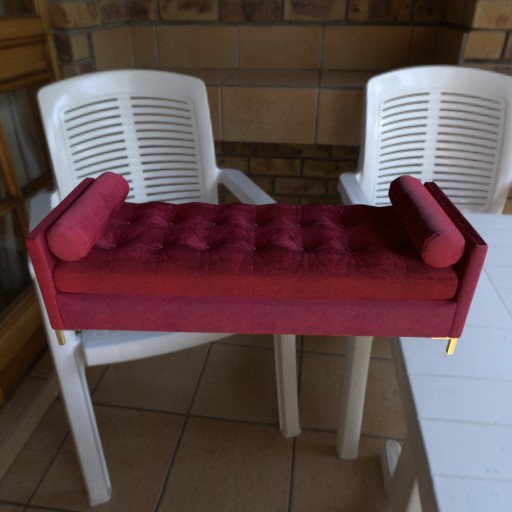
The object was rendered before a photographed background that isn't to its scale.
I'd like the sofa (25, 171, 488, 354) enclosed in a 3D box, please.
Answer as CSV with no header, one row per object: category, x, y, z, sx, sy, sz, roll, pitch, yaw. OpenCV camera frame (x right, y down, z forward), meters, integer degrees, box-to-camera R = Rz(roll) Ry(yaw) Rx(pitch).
sofa,0.000,0.000,2.449,2.102,0.705,0.796,1,31,2
